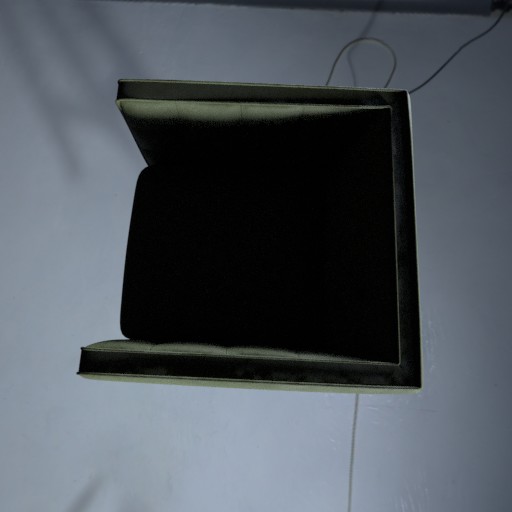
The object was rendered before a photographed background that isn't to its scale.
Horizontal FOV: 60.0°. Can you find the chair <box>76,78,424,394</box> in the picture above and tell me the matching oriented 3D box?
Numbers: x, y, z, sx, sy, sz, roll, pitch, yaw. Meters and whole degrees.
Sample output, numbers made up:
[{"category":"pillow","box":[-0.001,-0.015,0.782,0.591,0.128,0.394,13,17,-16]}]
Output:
[{"category":"chair","box":[0.000,0.000,1.565,0.894,0.790,0.880,2,76,1]}]
